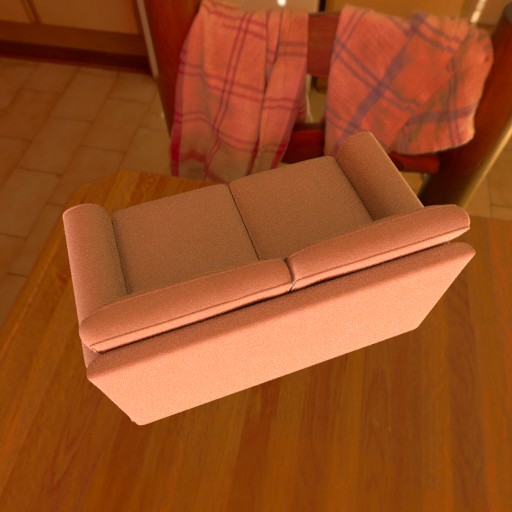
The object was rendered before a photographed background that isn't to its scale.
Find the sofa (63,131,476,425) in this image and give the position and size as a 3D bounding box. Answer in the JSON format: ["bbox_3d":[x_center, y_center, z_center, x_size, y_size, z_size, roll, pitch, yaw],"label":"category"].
[{"bbox_3d":[0.000,0.000,2.247,1.727,0.940,0.991,-17,59,-10],"label":"sofa"}]
